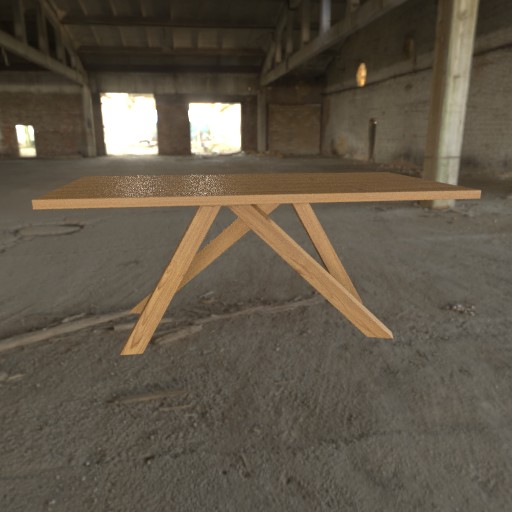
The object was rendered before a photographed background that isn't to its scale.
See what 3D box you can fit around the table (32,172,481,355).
[{"bbox_3d":[0.000,0.000,2.278,1.797,0.750,0.901,-2,16,-9],"label":"table"}]
